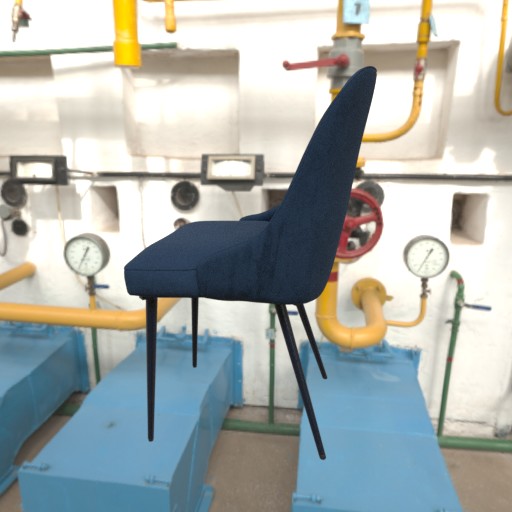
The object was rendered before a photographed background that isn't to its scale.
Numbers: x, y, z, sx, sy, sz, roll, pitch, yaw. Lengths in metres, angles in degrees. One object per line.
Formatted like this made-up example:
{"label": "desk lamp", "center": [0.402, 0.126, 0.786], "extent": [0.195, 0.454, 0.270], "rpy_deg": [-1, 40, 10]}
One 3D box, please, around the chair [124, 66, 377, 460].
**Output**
{"label": "chair", "center": [0.000, 0.000, 1.171], "extent": [0.559, 0.896, 0.478], "rpy_deg": [2, 15, 9]}
